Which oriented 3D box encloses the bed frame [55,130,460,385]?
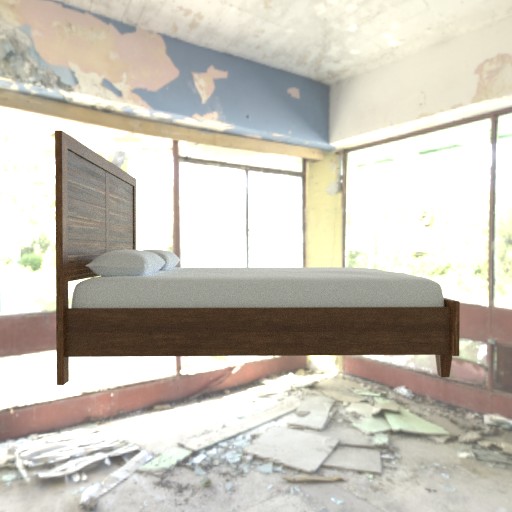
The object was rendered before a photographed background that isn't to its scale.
[{"bbox_3d":[0.000,0.000,3.336,2.276,1.417,1.696,0,1,-1],"label":"bed frame"}]
